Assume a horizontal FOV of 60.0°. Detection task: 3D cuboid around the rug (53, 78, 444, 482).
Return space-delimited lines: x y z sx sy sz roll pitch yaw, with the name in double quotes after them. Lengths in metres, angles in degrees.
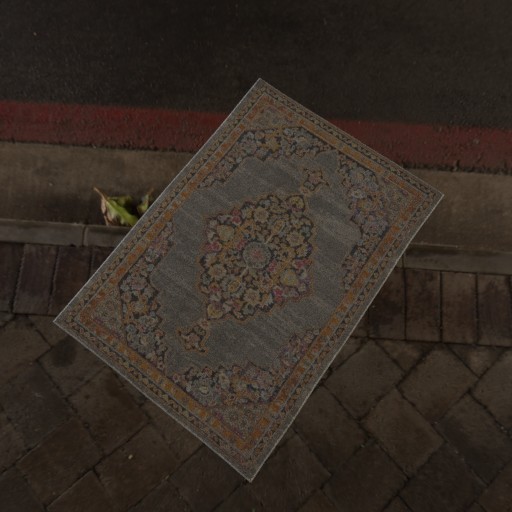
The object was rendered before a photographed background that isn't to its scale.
0.000 0.000 3.798 2.043 0.026 2.901 35 78 9 "rug"
